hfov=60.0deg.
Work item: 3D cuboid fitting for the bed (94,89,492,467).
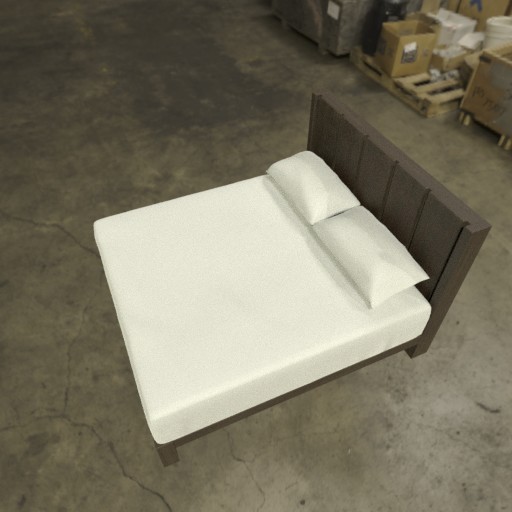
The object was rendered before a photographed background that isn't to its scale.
[{"bbox_3d":[0.000,0.000,3.075,1.992,1.261,1.735,-18,49,-16],"label":"bed"}]
